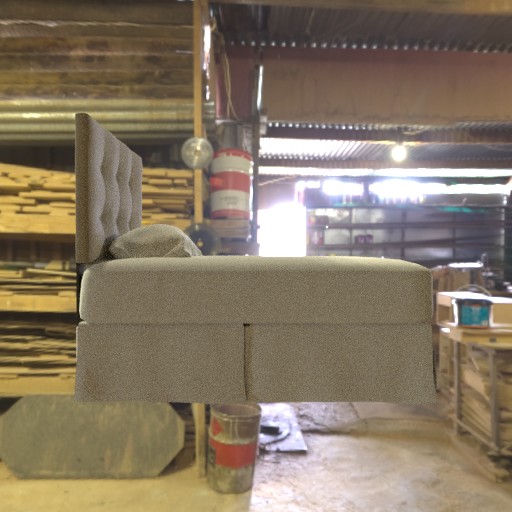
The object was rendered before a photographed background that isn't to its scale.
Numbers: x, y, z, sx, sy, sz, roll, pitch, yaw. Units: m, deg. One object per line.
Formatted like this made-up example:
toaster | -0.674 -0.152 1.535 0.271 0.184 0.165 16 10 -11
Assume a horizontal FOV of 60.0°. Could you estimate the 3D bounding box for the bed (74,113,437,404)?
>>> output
bed | 0.000 0.000 2.960 1.997 1.571 1.261 0 1 0
